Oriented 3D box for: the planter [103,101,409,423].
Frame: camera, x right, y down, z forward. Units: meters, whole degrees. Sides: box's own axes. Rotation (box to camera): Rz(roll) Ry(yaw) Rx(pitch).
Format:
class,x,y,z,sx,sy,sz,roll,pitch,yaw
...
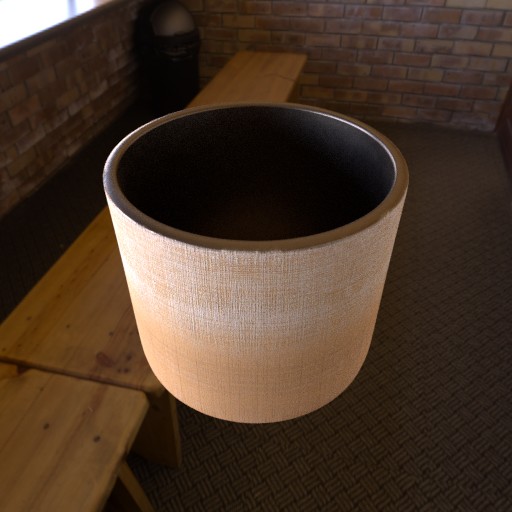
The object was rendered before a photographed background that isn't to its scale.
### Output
class,x,y,z,sx,sy,sz,roll,pitch,yaw
planter,0.000,0.000,0.442,0.254,0.221,0.254,0,40,0
